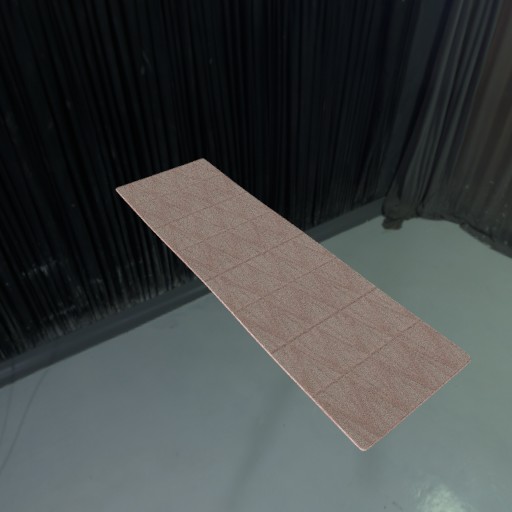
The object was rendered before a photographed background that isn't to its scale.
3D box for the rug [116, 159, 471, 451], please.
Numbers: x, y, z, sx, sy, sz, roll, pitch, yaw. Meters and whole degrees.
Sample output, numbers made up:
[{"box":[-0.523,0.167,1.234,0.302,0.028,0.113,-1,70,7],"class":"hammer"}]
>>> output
[{"box":[0.000,0.000,2.670,0.760,0.015,2.435,-26,47,-27],"class":"rug"}]
